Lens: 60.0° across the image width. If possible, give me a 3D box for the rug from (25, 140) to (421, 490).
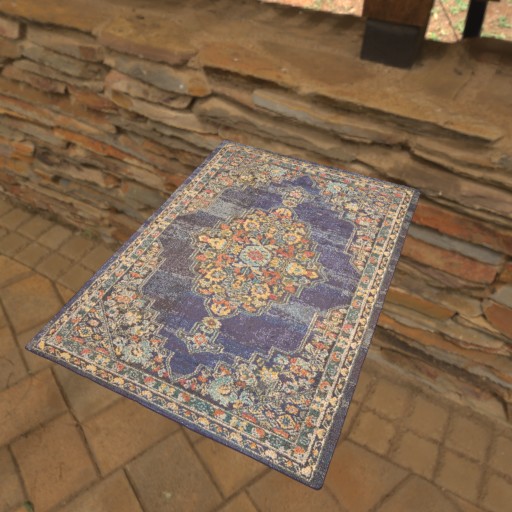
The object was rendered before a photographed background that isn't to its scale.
[{"bbox_3d":[0.000,0.000,2.763,1.630,0.009,2.232,19,49,17],"label":"rug"}]
